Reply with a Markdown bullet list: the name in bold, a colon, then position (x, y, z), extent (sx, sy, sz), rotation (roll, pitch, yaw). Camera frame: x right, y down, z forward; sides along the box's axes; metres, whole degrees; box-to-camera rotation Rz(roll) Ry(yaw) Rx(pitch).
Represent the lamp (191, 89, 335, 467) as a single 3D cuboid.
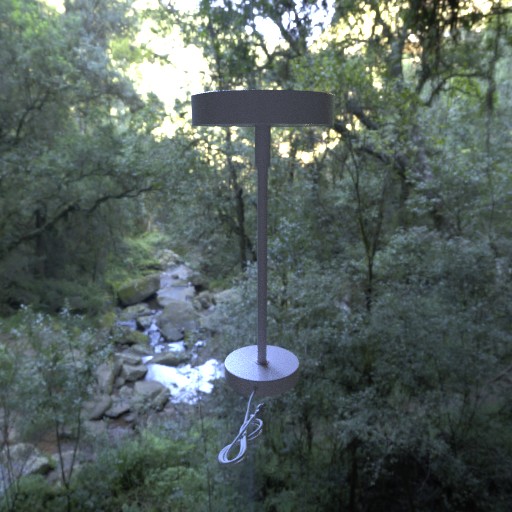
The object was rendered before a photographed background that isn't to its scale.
- **lamp**: position (0.000, 0.000, 0.706), extent (0.229, 0.508, 0.369), rotation (2, 15, 9)
